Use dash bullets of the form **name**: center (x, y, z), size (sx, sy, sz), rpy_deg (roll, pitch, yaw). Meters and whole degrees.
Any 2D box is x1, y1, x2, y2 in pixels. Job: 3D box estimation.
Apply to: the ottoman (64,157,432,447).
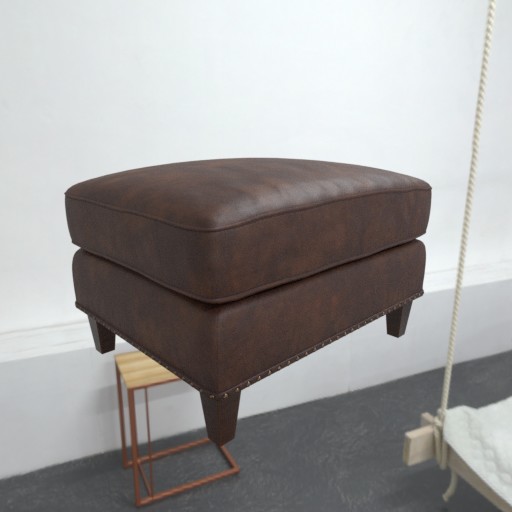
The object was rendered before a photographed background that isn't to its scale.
- **ottoman**: center (0.000, 0.000, 1.139), size (0.742, 0.486, 0.586), rpy_deg (-15, 22, -42)
